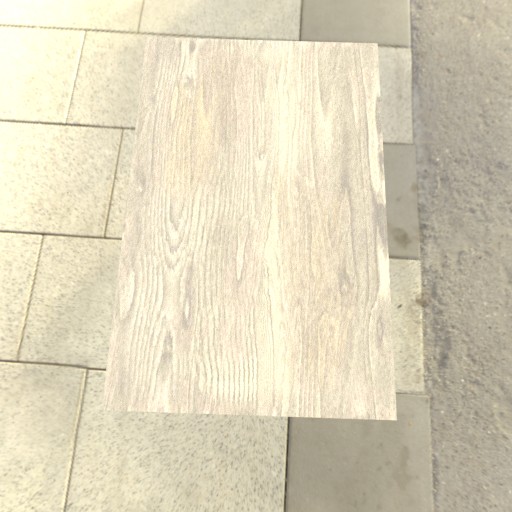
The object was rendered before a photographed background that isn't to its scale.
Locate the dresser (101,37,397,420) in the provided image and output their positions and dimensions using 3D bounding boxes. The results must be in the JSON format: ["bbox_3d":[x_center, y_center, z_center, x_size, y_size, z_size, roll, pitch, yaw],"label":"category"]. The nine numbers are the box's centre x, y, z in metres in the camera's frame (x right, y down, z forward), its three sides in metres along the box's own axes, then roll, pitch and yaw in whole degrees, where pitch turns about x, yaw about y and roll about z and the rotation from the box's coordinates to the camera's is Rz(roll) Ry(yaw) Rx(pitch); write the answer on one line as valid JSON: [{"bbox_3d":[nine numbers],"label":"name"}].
[{"bbox_3d":[0.000,0.000,1.269,0.529,0.762,0.809,2,74,1],"label":"dresser"}]
